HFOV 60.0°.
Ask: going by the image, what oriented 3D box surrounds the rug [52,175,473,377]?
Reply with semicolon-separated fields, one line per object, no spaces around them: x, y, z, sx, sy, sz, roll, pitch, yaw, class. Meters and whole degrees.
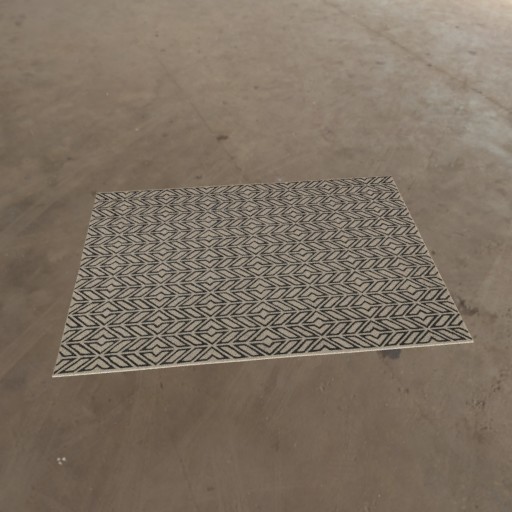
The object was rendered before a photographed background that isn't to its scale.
0.000;0.000;2.324;1.828;0.007;1.220;-4;47;-4;rug
